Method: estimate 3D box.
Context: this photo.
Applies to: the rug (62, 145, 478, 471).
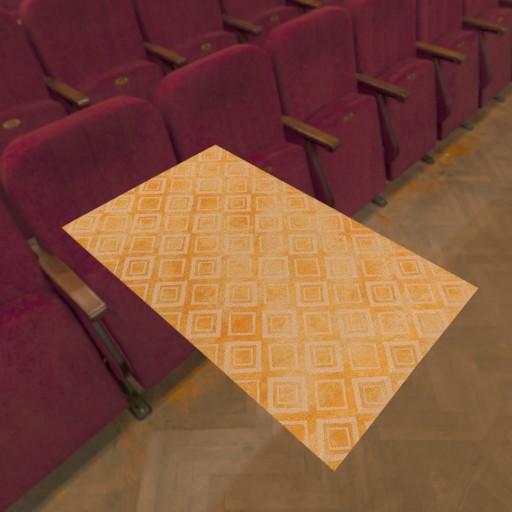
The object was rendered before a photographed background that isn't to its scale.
[{"bbox_3d":[0.000,0.000,2.993,2.424,0.010,1.511,34,55,29],"label":"rug"}]
